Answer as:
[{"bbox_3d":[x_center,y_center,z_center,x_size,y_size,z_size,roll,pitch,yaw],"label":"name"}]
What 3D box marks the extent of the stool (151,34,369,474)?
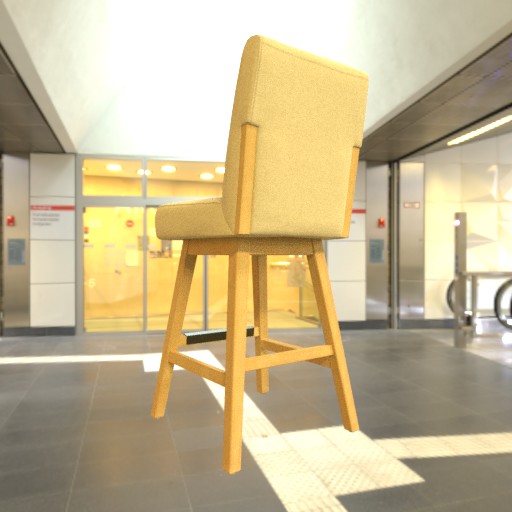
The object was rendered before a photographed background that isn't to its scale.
[{"bbox_3d":[0.000,0.000,1.313,0.446,1.015,0.543,0,0,-36],"label":"stool"}]
